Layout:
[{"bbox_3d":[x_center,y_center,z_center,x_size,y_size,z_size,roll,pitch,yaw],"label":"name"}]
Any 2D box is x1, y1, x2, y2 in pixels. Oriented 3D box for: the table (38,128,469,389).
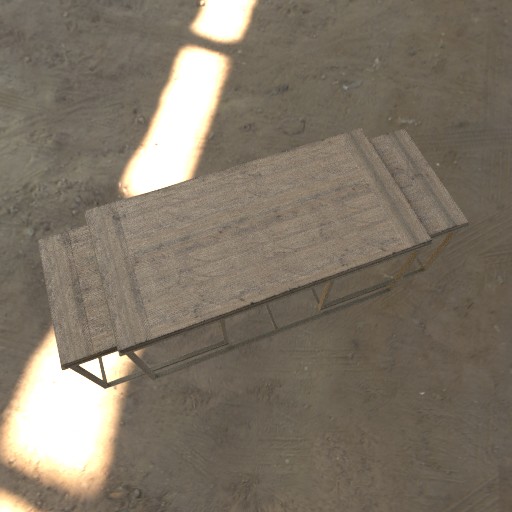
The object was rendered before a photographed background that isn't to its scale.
[{"bbox_3d":[0.000,0.000,1.562,1.312,0.427,0.489,-19,65,-9],"label":"table"}]
